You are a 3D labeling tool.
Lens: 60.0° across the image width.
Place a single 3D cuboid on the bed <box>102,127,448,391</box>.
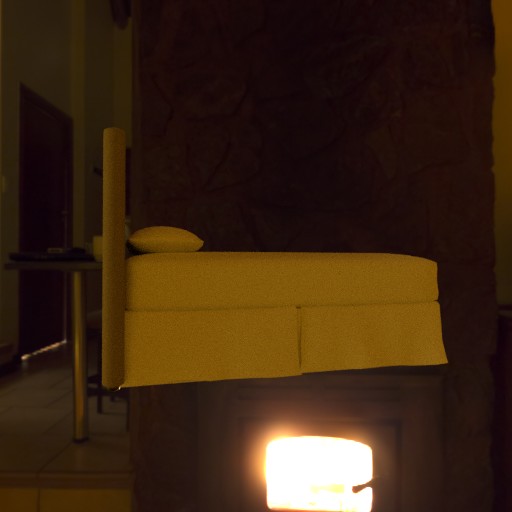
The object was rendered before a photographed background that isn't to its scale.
[{"bbox_3d":[0.000,0.000,3.330,2.128,1.441,1.744,0,-1,-17],"label":"bed"}]
